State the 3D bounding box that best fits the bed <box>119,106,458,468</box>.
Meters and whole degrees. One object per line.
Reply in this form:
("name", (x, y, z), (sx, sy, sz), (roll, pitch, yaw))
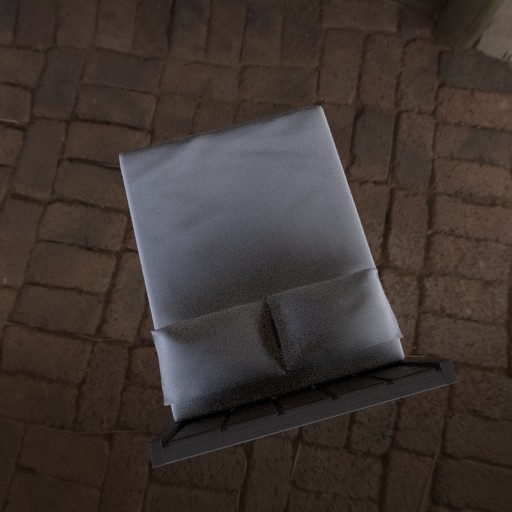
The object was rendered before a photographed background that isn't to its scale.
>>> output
("bed", (0.000, 0.000, 3.270), (1.727, 1.270, 2.242), (-14, 77, -3))
